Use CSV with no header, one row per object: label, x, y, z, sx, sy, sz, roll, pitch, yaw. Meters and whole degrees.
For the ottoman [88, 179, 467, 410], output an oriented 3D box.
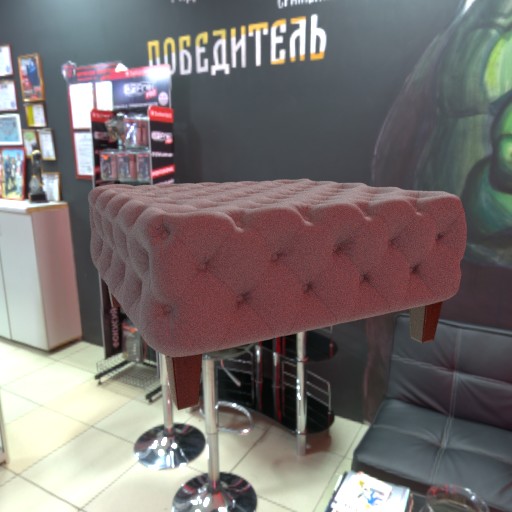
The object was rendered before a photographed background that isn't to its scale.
ottoman,0.000,0.000,1.424,0.917,0.439,0.911,-7,15,-27
